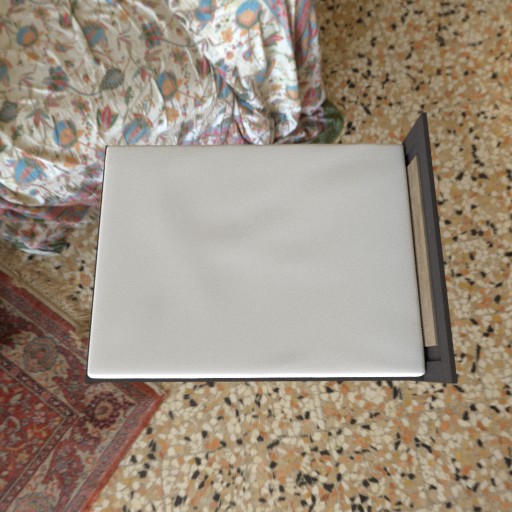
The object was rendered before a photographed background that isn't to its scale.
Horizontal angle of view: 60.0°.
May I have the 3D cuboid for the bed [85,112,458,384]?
[{"bbox_3d":[0.000,0.000,2.882,2.073,0.823,1.585,0,76,0],"label":"bed"}]
